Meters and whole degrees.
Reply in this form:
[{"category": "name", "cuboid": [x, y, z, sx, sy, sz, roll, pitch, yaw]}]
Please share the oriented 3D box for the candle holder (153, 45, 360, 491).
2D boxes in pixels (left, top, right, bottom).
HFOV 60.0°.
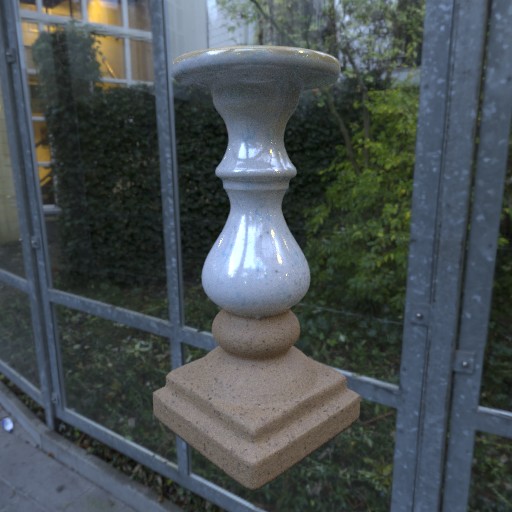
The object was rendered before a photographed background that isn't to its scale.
[{"category": "candle holder", "cuboid": [0.000, 0.000, 0.296, 0.110, 0.239, 0.110, -12, 17, -42]}]
